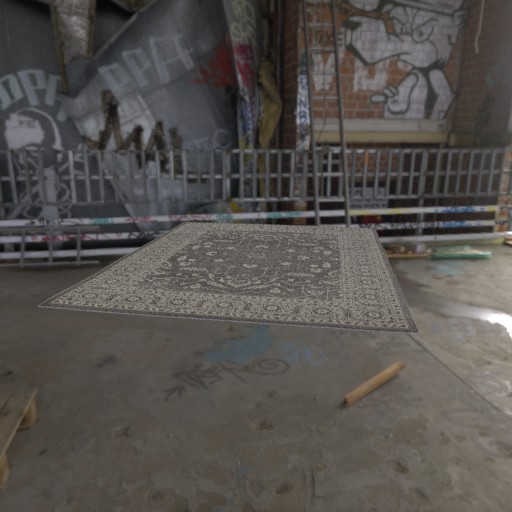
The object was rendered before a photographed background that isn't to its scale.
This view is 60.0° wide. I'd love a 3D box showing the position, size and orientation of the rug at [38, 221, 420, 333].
[{"bbox_3d":[0.000,0.000,4.212,2.451,0.026,3.069,3,15,9],"label":"rug"}]
